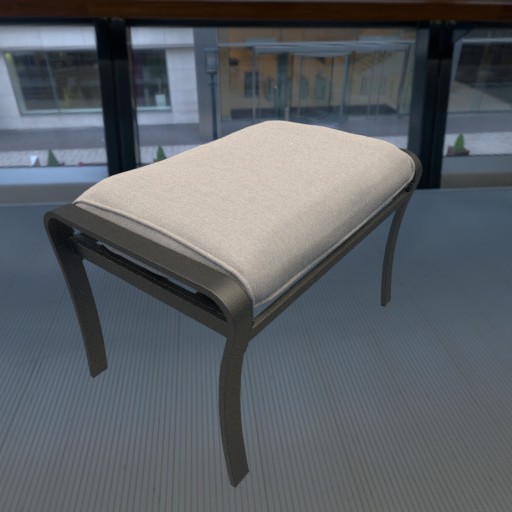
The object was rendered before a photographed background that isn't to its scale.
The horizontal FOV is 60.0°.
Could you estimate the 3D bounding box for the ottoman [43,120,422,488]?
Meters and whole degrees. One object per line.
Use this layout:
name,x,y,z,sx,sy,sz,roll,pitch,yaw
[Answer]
ottoman,0.000,0.000,0.895,0.406,0.422,0.610,22,39,31
